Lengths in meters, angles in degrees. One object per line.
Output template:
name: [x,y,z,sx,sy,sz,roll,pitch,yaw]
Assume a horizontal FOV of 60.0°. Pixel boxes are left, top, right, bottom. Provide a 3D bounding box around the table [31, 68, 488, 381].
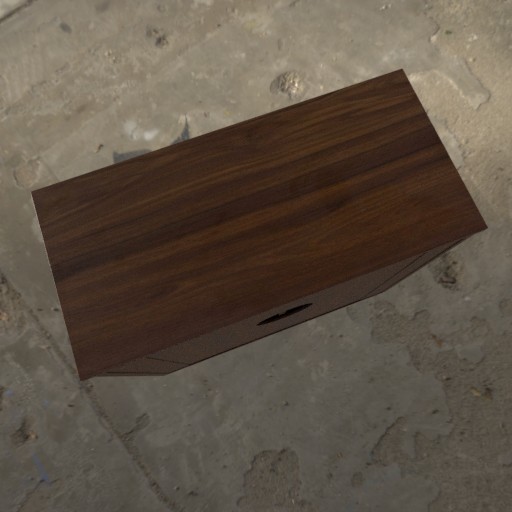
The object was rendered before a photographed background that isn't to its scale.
table: [0.000,0.000,1.207,0.802,0.725,0.390,-20,76,-5]
